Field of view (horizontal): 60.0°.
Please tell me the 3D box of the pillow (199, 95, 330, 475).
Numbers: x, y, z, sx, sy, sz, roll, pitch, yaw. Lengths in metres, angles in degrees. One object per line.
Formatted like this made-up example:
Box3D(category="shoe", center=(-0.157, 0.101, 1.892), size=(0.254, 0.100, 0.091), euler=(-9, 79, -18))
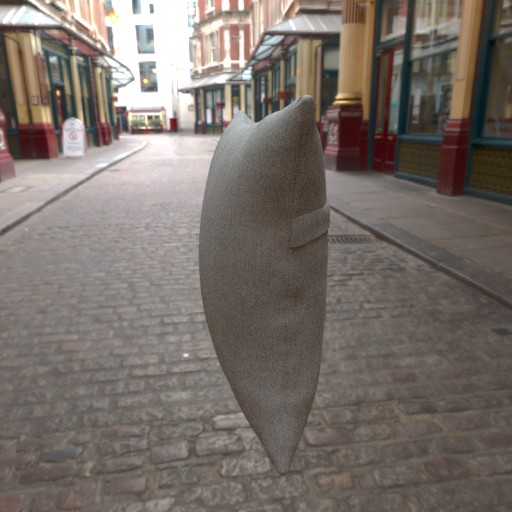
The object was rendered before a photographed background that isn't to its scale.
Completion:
Box3D(category="pillow", center=(0.000, 0.000, 0.676), size=(0.173, 0.436, 0.433), euler=(-3, 16, -10))
